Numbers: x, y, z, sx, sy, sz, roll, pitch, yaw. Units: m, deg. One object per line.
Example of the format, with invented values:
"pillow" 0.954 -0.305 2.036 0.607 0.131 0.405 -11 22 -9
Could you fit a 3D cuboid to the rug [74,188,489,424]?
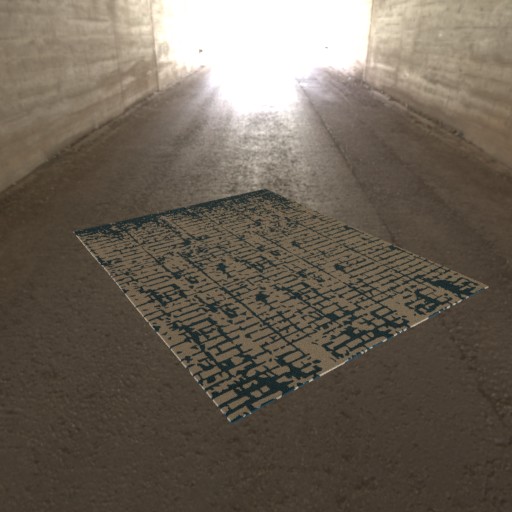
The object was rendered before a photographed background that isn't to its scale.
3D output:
"rug" 0.000 0.000 4.015 2.416 0.014 3.017 -18 32 -31
